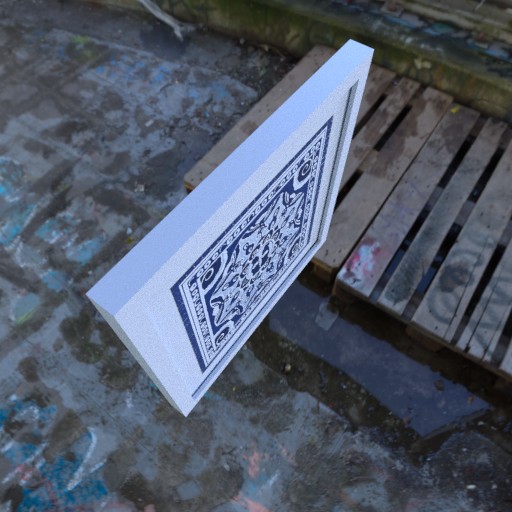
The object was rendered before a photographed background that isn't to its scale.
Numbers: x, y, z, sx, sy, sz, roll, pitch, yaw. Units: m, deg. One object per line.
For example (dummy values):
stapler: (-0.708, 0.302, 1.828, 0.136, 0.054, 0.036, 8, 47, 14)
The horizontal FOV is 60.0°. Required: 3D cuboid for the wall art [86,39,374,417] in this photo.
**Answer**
wall art: (0.000, 0.000, 0.525, 0.027, 0.355, 0.355, 33, 65, 18)
